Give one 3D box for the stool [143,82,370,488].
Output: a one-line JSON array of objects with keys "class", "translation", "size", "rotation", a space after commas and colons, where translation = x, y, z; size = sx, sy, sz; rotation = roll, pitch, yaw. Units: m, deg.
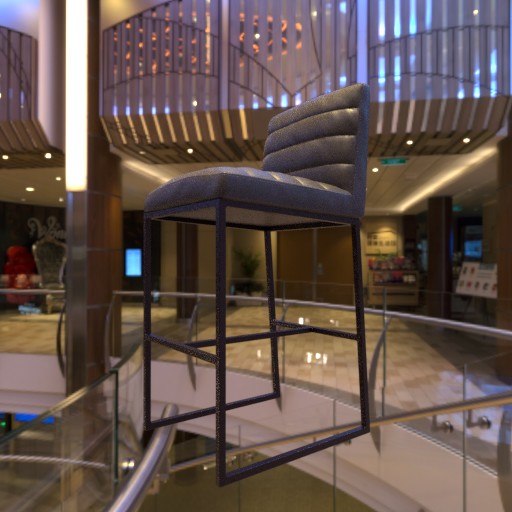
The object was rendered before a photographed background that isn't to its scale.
[{"class": "stool", "translation": [0.000, 0.000, 1.353], "size": [0.562, 1.065, 0.463], "rotation": [0, 0, -37]}]
